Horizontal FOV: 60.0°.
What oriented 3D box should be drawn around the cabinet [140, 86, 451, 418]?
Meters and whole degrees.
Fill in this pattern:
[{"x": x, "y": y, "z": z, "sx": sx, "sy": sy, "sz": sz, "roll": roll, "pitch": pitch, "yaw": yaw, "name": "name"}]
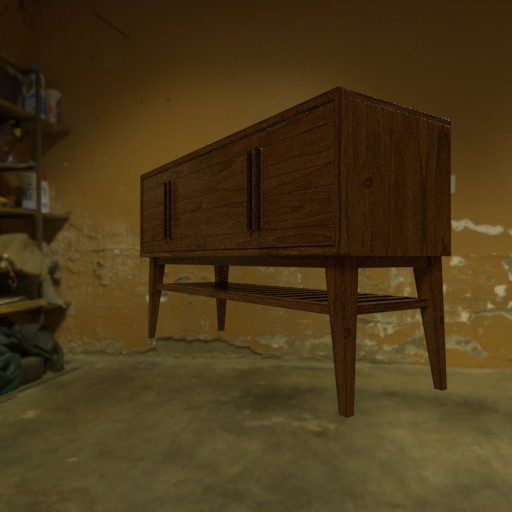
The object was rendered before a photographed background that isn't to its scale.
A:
[{"x": 0.000, "y": 0.000, "z": 1.748, "sx": 0.477, "sy": 0.802, "sz": 1.363, "roll": 0, "pitch": -1, "yaw": -34, "name": "cabinet"}]
